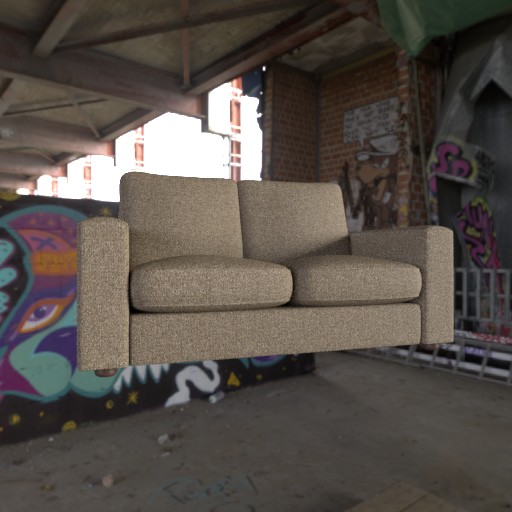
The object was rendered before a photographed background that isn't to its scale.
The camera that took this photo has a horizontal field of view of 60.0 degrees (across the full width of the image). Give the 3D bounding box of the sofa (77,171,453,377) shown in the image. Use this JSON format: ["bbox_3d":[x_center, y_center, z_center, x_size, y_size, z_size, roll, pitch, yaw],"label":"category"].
[{"bbox_3d":[0.000,0.000,2.216,1.616,0.873,1.016,0,0,-19],"label":"sofa"}]
